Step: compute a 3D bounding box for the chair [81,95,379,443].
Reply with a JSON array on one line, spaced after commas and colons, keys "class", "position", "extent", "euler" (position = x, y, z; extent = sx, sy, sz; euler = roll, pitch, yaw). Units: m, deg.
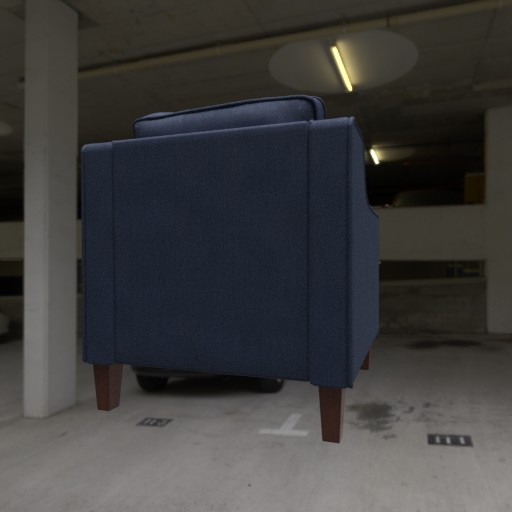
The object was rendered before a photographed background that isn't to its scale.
[{"class": "chair", "position": [0.000, 0.000, 1.652], "extent": [0.831, 0.960, 0.909], "euler": [0, 0, 20]}]
